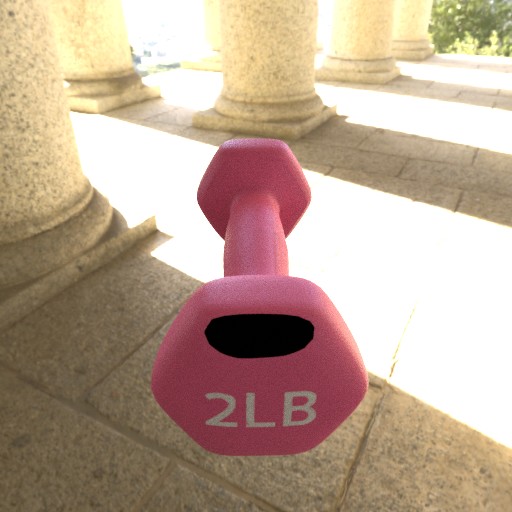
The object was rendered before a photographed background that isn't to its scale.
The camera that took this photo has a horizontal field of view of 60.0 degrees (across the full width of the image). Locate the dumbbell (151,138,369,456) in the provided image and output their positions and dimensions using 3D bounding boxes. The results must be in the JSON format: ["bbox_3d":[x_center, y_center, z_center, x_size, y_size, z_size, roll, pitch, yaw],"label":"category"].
[{"bbox_3d":[0.000,0.000,0.170,0.058,0.053,0.146,0,31,0],"label":"dumbbell"}]
